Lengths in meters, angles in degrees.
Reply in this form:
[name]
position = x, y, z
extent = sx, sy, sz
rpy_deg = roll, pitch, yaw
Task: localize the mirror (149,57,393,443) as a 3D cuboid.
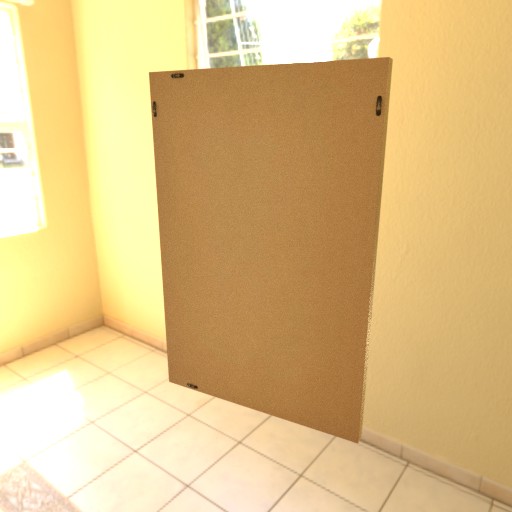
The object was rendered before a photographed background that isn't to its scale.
[mirror]
position = 0.000, 0.000, 1.155
extent = 0.609, 0.915, 0.040
rpy_deg = 9, 19, 26
